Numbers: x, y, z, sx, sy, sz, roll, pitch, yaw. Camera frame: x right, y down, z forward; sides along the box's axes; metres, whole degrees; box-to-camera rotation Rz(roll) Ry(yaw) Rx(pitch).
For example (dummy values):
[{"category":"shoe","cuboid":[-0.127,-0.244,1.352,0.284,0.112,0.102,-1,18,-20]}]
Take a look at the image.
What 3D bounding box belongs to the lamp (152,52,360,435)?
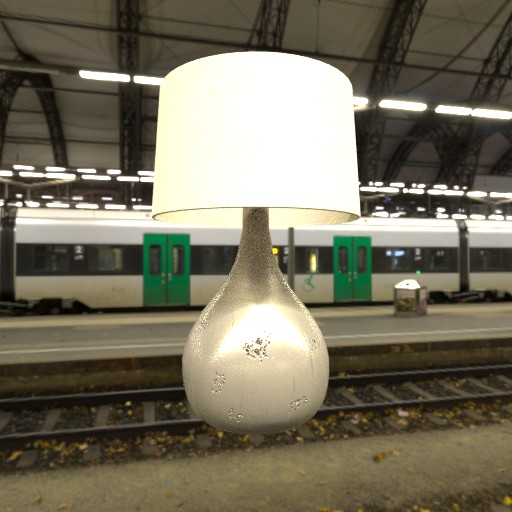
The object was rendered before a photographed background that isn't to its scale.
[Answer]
[{"category":"lamp","cuboid":[0.000,0.000,0.719,0.330,0.521,0.330,0,-1,0]}]
